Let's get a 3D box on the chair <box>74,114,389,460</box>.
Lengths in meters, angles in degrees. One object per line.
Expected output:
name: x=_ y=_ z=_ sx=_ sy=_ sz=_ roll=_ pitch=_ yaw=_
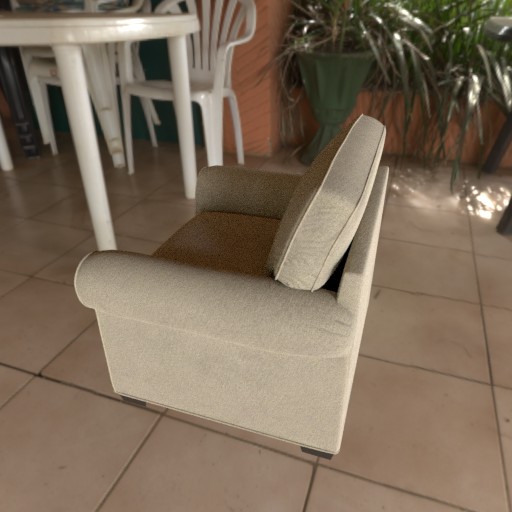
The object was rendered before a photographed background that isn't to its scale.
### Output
chair: x=0.000 y=0.000 z=1.854 sx=0.939 sy=1.044 sz=1.147 roll=10 pitch=31 yaw=16
